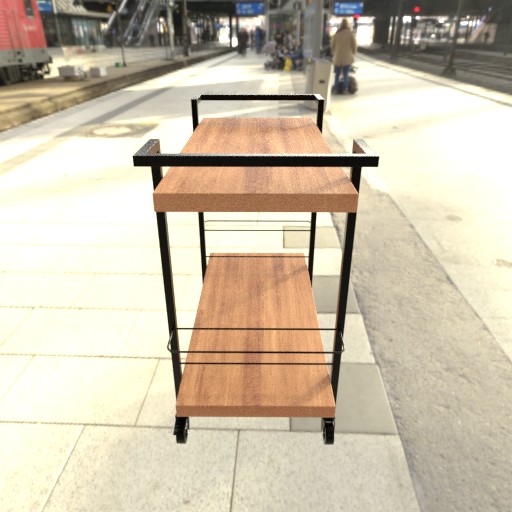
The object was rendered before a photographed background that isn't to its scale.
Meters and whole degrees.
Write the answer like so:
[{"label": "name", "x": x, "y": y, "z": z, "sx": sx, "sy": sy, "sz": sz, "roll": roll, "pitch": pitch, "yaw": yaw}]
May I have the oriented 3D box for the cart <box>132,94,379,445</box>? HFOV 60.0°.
[{"label": "cart", "x": 0.000, "y": 0.000, "z": 1.238, "sx": 0.406, "sy": 0.762, "sz": 0.806, "roll": 0, "pitch": 27, "yaw": 0}]
